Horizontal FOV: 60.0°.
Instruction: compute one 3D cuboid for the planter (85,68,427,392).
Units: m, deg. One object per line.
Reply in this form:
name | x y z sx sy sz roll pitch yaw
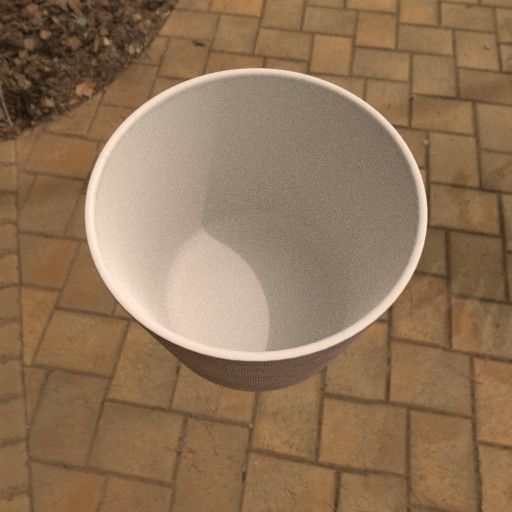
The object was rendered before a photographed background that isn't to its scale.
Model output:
planter | 0.000 0.000 0.754 0.440 0.398 0.440 0 65 0
